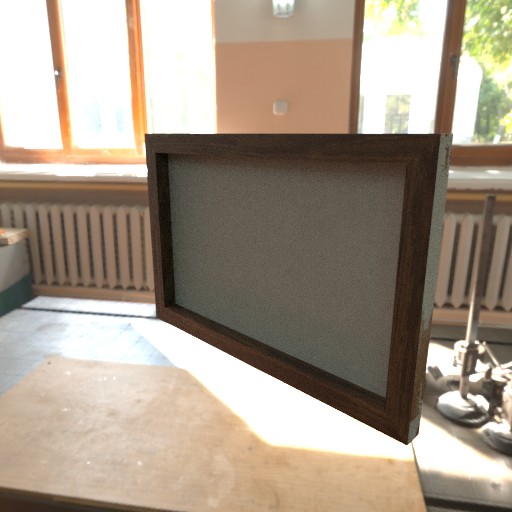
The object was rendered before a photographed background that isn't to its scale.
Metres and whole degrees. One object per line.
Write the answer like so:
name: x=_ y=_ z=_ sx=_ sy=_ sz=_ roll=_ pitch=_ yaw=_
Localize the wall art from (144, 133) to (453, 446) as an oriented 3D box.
wall art: x=0.000 y=0.000 z=0.760 sx=0.035 sy=0.405 sz=0.609 roll=-15 pitch=21 yaw=-43
